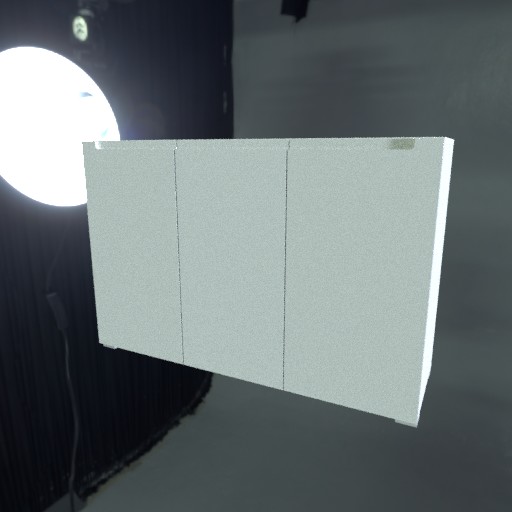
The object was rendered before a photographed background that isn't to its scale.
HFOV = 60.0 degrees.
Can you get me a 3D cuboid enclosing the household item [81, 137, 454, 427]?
[{"bbox_3d":[0.000,0.000,1.713,1.300,0.867,0.420,7,15,26],"label":"household item"}]
